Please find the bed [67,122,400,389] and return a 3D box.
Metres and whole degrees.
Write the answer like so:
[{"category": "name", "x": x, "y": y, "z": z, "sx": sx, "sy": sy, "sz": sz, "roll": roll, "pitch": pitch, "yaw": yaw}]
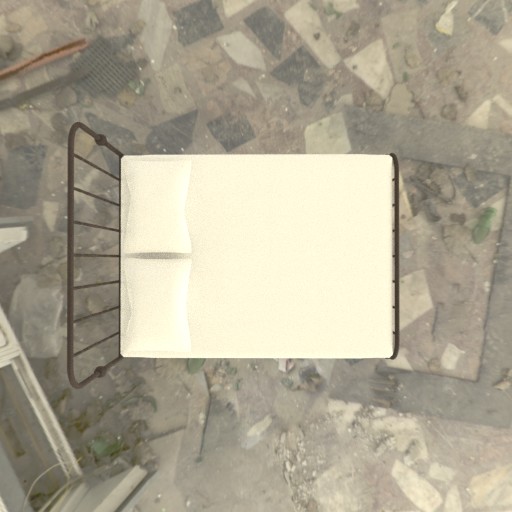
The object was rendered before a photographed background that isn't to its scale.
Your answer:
[{"category": "bed", "x": 0.000, "y": 0.000, "z": 3.172, "sx": 2.134, "sy": 1.446, "sz": 1.616, "roll": 0, "pitch": 90, "yaw": 1}]
